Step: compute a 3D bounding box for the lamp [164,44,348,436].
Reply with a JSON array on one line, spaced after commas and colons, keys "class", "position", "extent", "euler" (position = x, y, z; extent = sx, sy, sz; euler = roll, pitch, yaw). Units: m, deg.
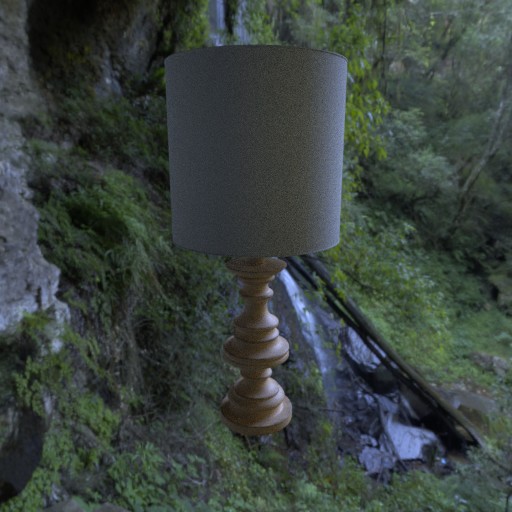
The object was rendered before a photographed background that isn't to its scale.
[{"class": "lamp", "position": [0.000, 0.000, 0.567], "extent": [0.208, 0.455, 0.208], "euler": [-2, 14, -9]}]
